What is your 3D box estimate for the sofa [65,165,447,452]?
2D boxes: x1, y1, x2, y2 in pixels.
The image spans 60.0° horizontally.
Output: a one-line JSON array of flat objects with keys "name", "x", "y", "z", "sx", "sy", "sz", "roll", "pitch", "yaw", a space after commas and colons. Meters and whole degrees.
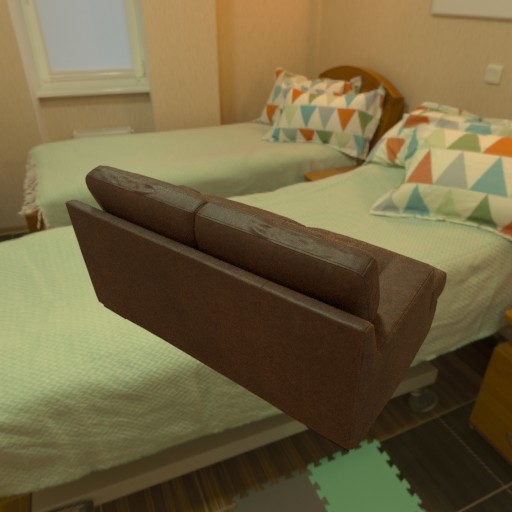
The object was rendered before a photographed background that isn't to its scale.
[{"name": "sofa", "x": 0.000, "y": 0.000, "z": 2.500, "sx": 1.880, "sy": 0.939, "sz": 1.143, "roll": 21, "pitch": 37, "yaw": 31}]
